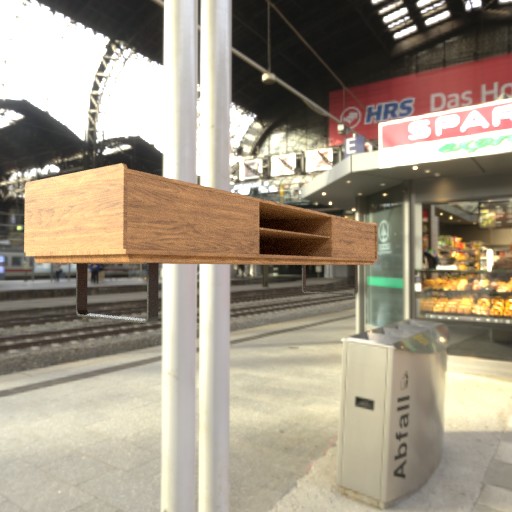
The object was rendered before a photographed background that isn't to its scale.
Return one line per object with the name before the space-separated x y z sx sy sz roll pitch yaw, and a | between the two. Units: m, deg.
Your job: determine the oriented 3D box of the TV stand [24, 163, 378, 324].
TV stand | 0.000 0.000 1.947 0.467 0.415 1.796 -1 -2 34
